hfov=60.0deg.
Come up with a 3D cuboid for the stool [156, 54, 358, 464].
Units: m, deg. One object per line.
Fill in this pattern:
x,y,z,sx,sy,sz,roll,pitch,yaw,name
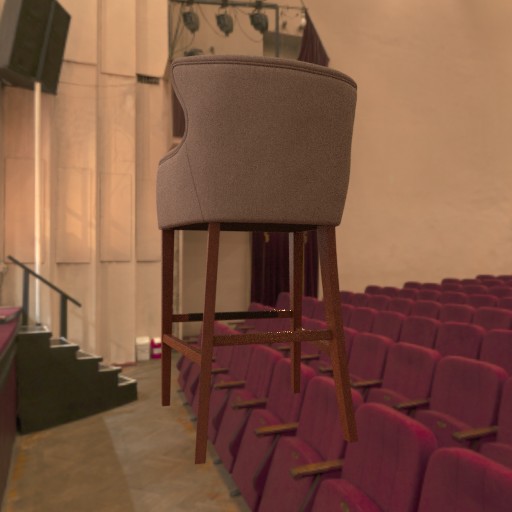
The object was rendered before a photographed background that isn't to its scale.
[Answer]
0.000,0.000,1.393,0.575,1.047,0.575,0,-1,-18,stool
